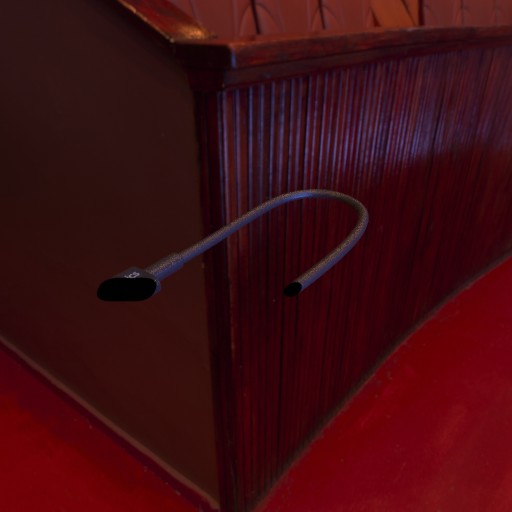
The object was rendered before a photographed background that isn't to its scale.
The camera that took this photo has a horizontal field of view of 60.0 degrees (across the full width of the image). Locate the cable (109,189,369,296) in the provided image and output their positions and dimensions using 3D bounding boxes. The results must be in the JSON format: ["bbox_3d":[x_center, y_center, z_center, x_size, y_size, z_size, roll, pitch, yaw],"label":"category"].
[{"bbox_3d":[0.000,0.000,0.113,0.041,0.005,0.098,20,35,30],"label":"cable"}]
